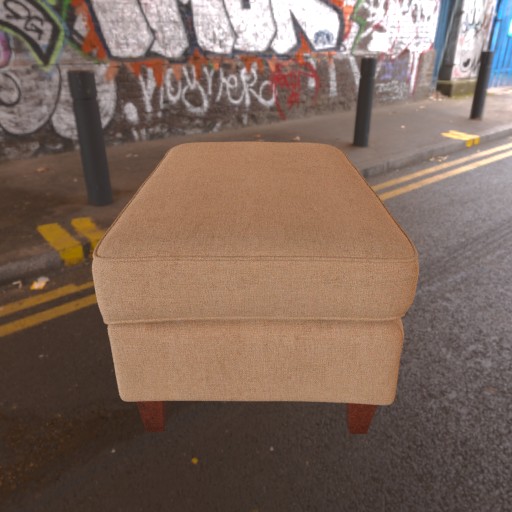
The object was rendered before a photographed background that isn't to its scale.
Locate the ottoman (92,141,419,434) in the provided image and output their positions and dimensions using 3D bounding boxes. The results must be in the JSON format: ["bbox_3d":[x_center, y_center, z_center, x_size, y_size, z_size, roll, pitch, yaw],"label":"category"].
[{"bbox_3d":[0.000,0.000,1.209,0.583,0.484,0.862,0,26,0],"label":"ottoman"}]
